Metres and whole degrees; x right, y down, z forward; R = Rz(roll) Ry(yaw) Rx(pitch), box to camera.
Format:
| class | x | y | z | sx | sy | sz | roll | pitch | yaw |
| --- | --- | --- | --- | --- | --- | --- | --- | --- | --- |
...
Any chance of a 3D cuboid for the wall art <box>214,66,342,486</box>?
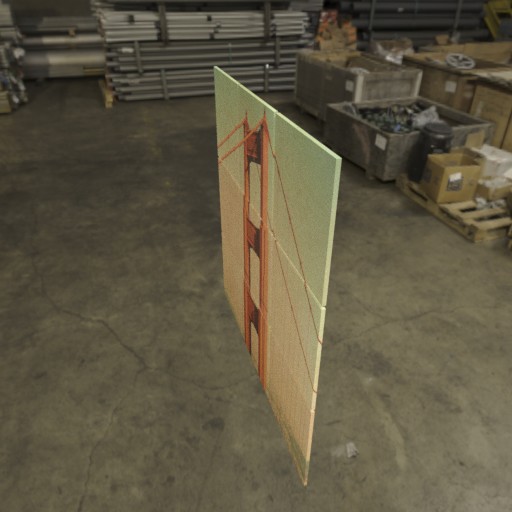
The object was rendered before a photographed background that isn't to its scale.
| class | x | y | z | sx | sy | sz | roll | pitch | yaw |
| --- | --- | --- | --- | --- | --- | --- | --- | --- | --- |
| wall art | 0.000 | 0.000 | 1.760 | 0.013 | 1.219 | 1.214 | -9 | 33 | -14 |
